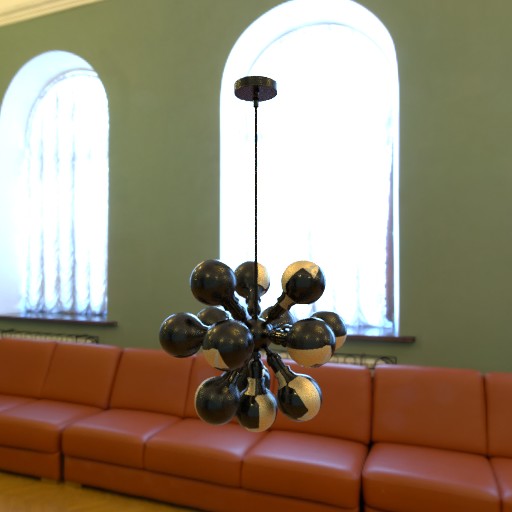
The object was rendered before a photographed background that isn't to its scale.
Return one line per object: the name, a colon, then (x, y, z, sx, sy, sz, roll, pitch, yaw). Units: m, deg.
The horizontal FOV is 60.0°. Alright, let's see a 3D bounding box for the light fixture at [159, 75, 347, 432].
light fixture: (0.000, 0.000, 1.100, 0.420, 0.859, 0.468, -1, -2, 19)
